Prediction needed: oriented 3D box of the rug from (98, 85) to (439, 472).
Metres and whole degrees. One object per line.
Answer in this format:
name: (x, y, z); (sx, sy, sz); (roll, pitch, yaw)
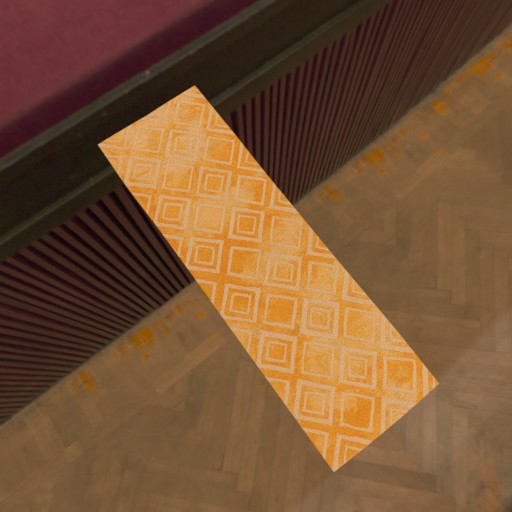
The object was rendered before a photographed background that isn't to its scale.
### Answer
rug: (0.000, 0.000, 2.691); (0.775, 0.010, 2.438); (-36, 77, -9)
